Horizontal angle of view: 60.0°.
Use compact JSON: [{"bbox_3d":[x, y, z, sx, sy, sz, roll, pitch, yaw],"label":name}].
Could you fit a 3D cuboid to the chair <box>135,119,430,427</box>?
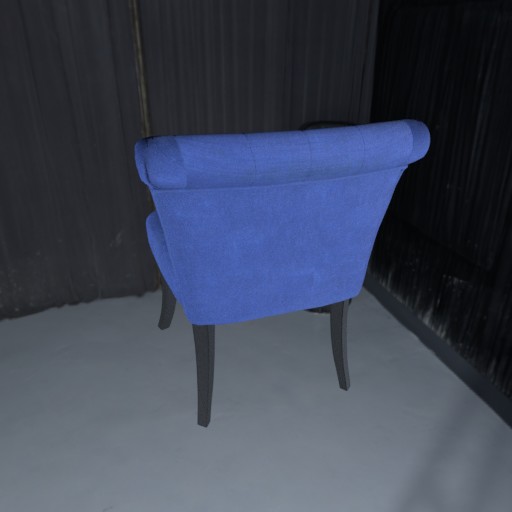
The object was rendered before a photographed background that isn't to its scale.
[{"bbox_3d":[0.000,0.000,1.184,0.585,0.753,0.606,-9,28,-16],"label":"chair"}]
